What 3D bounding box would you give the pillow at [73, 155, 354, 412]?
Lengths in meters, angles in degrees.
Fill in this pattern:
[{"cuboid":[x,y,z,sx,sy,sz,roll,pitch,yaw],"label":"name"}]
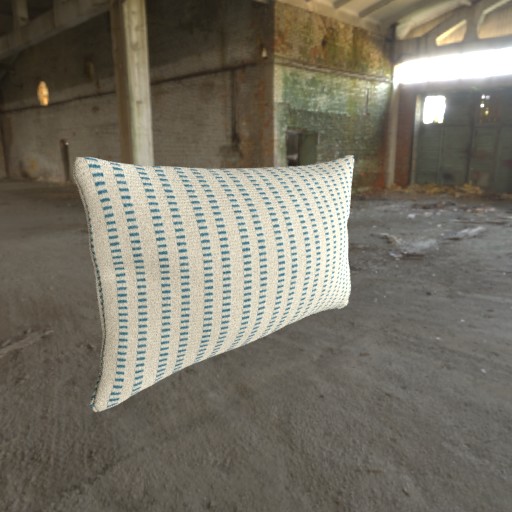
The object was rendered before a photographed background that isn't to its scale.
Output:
[{"cuboid":[0.000,0.000,0.799,0.210,0.353,0.640,12,18,43],"label":"pillow"}]
